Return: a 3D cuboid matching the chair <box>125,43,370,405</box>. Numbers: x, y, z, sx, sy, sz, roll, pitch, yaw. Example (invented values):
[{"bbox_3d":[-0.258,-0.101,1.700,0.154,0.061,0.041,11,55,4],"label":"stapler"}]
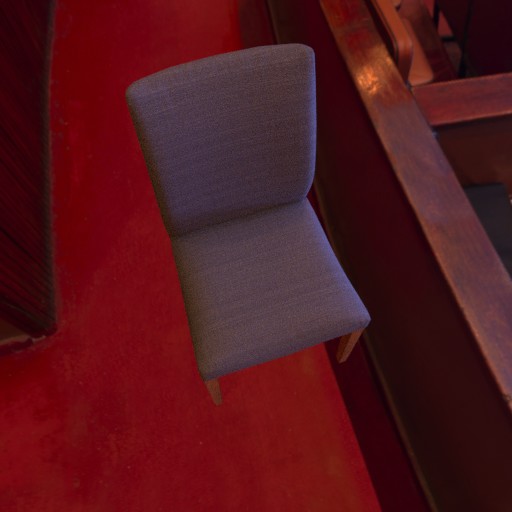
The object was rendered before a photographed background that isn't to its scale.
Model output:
[{"bbox_3d":[0.000,0.000,1.282,0.496,0.940,0.585,-17,65,-8],"label":"chair"}]
